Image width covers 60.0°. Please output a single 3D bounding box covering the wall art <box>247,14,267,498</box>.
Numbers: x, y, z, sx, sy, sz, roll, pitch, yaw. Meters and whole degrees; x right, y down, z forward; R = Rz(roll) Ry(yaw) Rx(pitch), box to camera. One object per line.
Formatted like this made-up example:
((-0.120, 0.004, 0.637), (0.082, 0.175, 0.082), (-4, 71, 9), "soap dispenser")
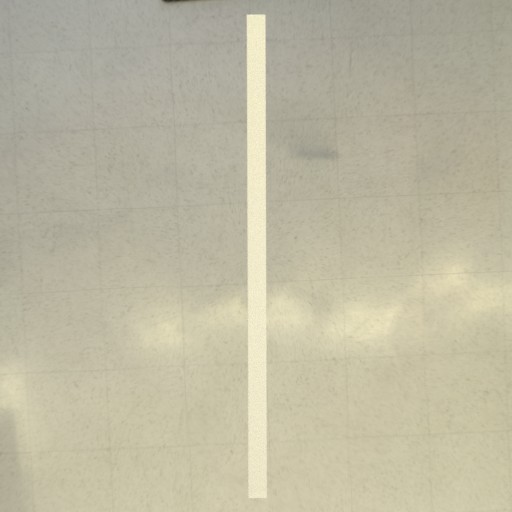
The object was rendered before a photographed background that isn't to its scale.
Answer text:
((0.000, 0.000, 1.123), (0.038, 0.601, 0.898), (0, 90, 0), "wall art")
